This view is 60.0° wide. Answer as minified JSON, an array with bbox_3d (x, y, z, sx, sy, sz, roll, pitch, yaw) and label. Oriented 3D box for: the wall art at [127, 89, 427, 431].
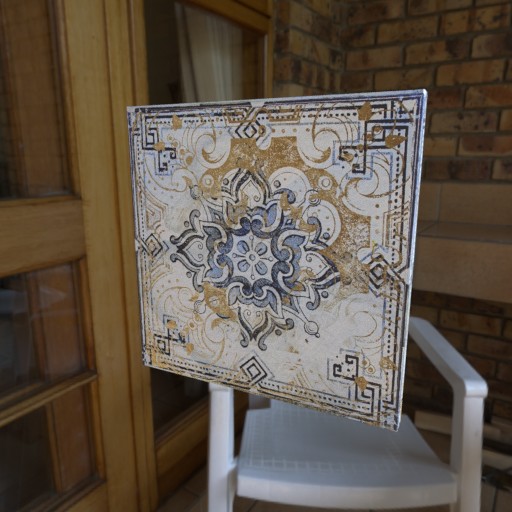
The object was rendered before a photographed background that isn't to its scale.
[{"bbox_3d":[0.000,0.000,0.909,0.609,0.607,0.036,6,15,26],"label":"wall art"}]
